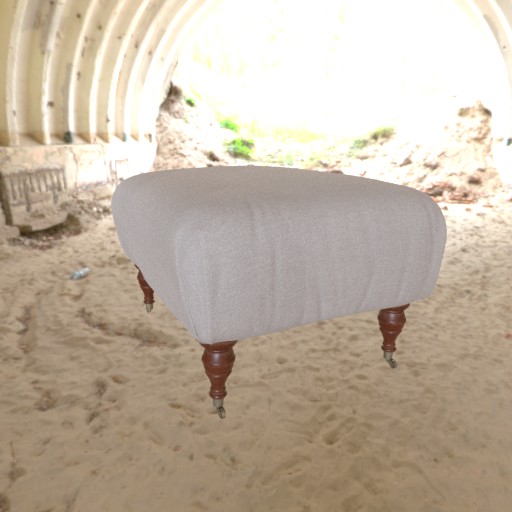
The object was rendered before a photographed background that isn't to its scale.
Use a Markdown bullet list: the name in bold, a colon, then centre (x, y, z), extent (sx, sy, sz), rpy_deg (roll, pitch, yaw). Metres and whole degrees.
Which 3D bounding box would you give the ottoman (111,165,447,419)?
- **ottoman**: centre (0.000, 0.000, 1.162), extent (0.622, 0.450, 0.746), rpy_deg (-7, 16, -26)
